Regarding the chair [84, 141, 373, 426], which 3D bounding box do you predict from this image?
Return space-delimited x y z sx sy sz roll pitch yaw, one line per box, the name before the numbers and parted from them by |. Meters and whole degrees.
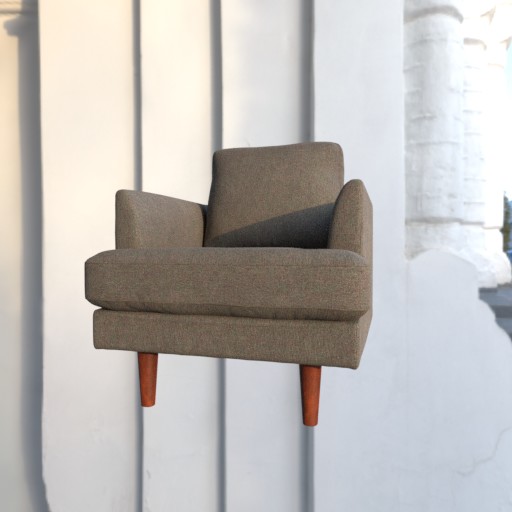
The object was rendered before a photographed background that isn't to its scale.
chair | 0.000 0.000 1.648 0.858 0.957 0.899 0 1 17
